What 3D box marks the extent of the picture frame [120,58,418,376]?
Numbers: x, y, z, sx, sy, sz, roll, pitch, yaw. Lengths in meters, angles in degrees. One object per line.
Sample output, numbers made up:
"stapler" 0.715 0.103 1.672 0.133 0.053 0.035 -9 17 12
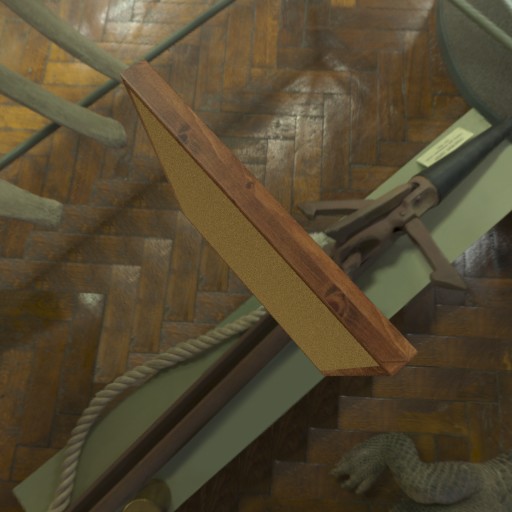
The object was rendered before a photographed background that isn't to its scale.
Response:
"picture frame" 0.000 0.000 0.544 0.028 0.356 0.352 -40 78 -10
